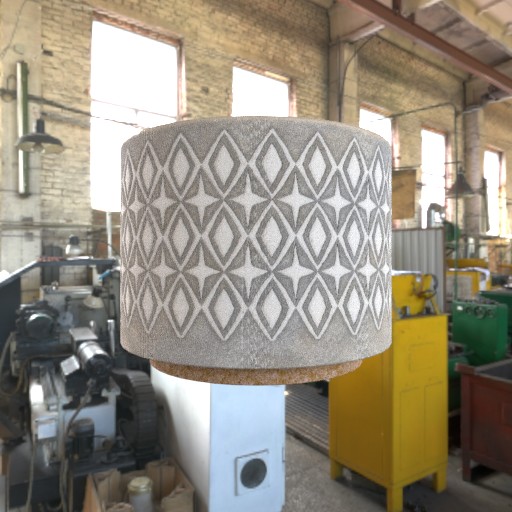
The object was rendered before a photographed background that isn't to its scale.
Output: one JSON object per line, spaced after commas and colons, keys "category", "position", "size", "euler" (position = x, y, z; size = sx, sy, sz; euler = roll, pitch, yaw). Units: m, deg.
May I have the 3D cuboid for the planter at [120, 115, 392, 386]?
{"category": "planter", "position": [0.000, 0.000, 0.281], "size": [0.164, 0.127, 0.164], "euler": [0, 0, 0]}
